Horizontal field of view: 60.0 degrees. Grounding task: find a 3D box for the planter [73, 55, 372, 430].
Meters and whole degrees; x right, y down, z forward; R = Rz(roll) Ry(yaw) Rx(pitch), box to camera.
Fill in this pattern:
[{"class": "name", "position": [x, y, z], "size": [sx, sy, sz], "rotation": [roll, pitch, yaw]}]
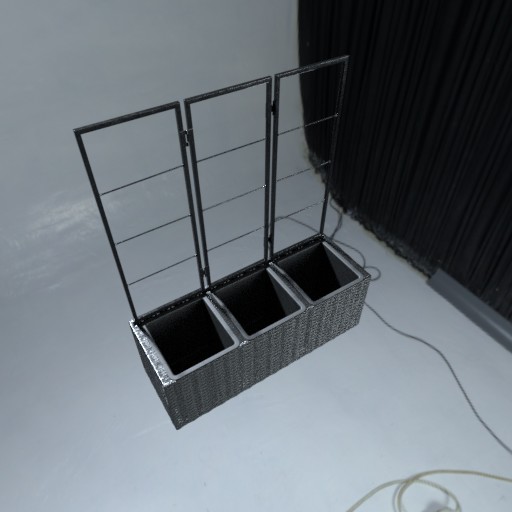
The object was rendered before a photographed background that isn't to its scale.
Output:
[{"class": "planter", "position": [0.000, 0.000, 1.181], "size": [0.698, 0.841, 0.244], "rotation": [-24, 50, -23]}]
